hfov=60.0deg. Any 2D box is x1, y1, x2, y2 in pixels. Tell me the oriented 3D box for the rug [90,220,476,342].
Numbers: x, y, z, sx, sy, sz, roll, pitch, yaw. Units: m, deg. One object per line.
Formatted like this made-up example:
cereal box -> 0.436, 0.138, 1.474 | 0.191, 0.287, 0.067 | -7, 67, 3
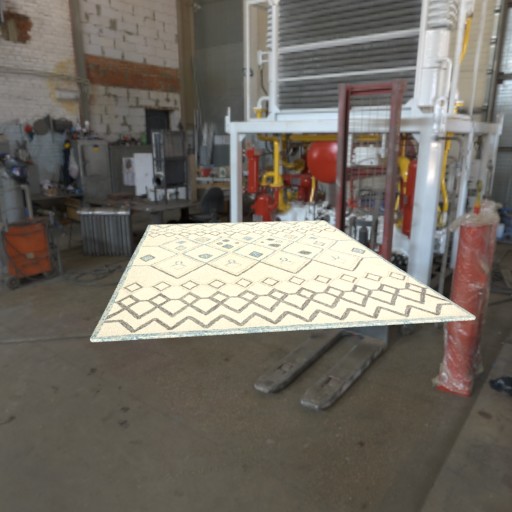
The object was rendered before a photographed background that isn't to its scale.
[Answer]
rug -> 0.000, 0.000, 2.285 | 1.260, 0.009, 1.820 | -2, 15, -8
